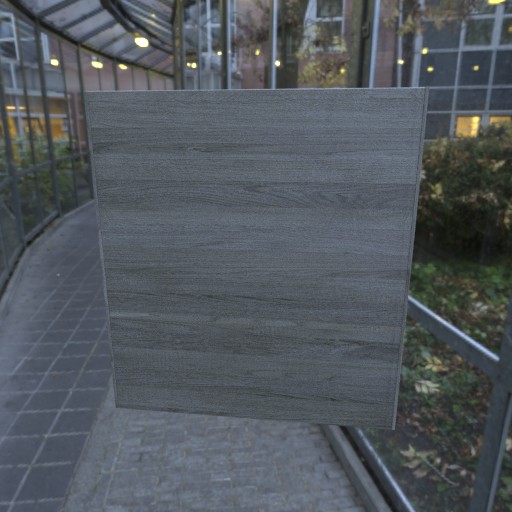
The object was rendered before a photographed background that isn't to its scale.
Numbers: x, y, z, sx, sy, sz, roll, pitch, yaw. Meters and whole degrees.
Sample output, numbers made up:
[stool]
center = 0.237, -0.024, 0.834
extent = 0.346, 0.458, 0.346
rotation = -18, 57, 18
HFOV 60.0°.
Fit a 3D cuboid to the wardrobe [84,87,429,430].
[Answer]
[wardrobe]
center = 0.000, 0.000, 2.830
extent = 1.780, 1.960, 0.629
rotation = 2, 16, 7
